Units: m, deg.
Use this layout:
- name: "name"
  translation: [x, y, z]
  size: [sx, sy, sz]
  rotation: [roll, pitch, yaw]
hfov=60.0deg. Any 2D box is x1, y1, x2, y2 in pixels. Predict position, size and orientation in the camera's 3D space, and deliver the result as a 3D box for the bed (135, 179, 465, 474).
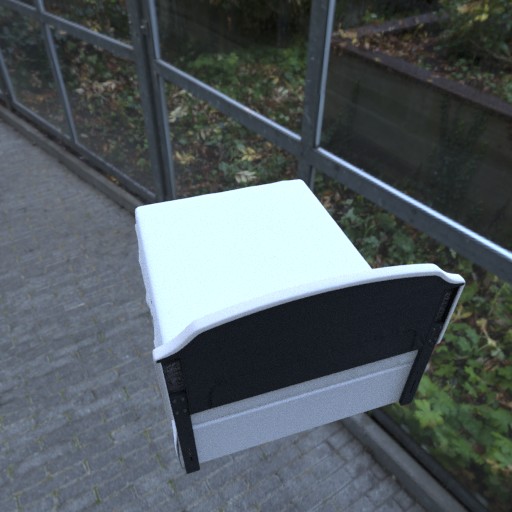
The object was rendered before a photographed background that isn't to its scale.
- name: "bed"
  translation: [0.000, 0.000, 2.997]
  size: [1.558, 1.270, 1.999]
  rotation: [-12, 42, -14]
